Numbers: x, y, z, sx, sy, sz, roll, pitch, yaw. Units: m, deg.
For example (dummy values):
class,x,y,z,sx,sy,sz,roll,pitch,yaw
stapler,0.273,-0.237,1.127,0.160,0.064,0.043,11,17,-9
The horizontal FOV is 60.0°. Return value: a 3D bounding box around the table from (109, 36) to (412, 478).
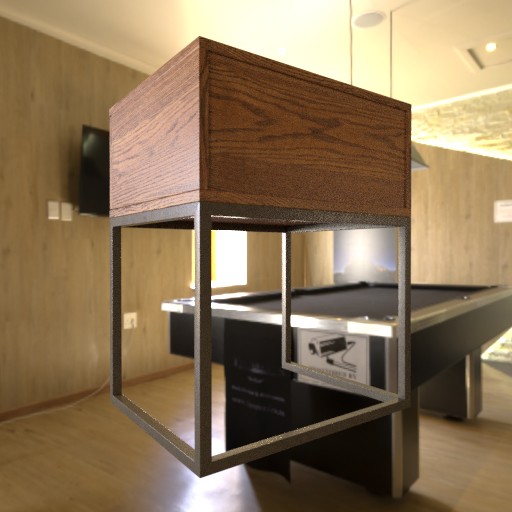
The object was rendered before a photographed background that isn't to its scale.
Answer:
class,x,y,z,sx,sy,sz,roll,pitch,yaw
table,0.000,0.000,0.912,0.482,0.610,0.400,0,1,-36
